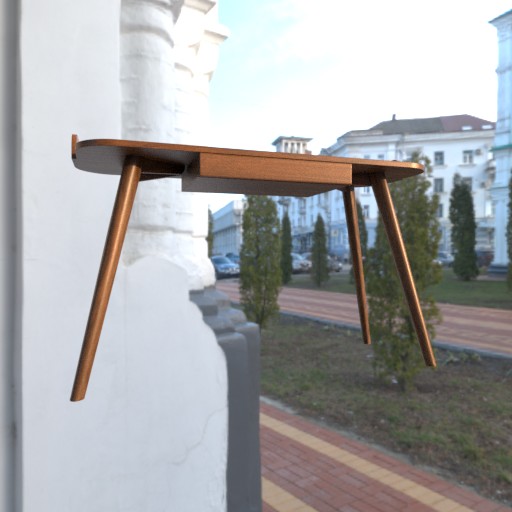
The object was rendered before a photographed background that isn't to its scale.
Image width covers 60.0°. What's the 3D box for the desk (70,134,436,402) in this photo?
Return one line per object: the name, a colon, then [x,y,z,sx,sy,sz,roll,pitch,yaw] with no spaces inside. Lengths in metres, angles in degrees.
desk: [0.000,0.000,1.636,1.256,0.800,0.486,0,0,-19]
